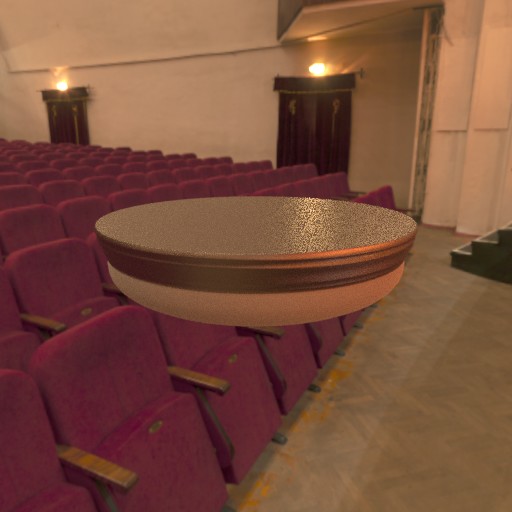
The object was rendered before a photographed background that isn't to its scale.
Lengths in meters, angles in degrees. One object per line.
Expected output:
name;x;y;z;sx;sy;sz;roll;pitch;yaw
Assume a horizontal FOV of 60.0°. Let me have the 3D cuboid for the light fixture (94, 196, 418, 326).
light fixture;0.000;0.000;0.546;0.368;0.100;0.368;0;15;0
